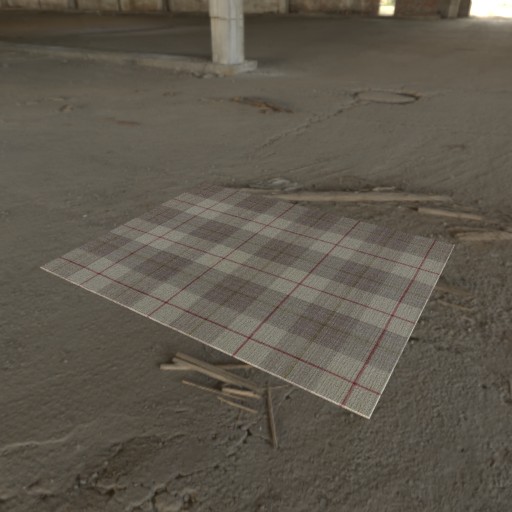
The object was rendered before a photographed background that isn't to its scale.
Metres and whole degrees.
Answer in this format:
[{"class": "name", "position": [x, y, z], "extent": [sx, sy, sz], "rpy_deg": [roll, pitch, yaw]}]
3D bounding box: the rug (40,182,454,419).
[{"class": "rug", "position": [0.000, 0.000, 4.008], "extent": [2.959, 0.016, 2.317], "rpy_deg": [18, 36, 27]}]
